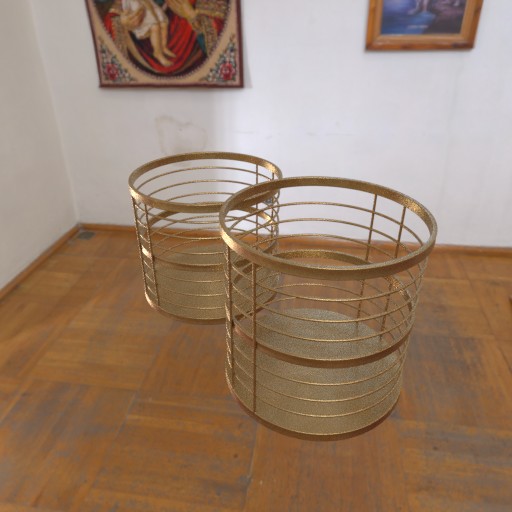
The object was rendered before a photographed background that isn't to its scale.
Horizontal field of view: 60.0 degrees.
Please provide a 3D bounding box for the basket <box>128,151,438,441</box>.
[{"bbox_3d":[0.000,0.000,0.965,0.356,0.351,0.746,-20,36,-31],"label":"basket"}]
